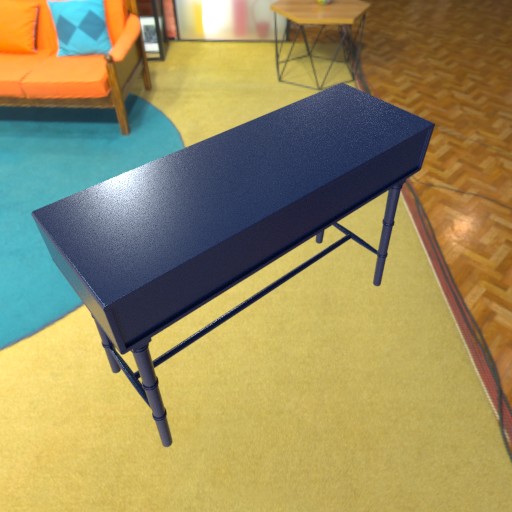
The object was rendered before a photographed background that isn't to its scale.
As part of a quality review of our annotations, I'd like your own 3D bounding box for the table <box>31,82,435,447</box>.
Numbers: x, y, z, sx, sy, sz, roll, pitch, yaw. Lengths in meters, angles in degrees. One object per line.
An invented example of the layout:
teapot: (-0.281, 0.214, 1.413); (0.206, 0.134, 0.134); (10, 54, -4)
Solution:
table: (0.000, 0.000, 1.489); (1.118, 0.749, 0.399); (-31, 53, -27)
